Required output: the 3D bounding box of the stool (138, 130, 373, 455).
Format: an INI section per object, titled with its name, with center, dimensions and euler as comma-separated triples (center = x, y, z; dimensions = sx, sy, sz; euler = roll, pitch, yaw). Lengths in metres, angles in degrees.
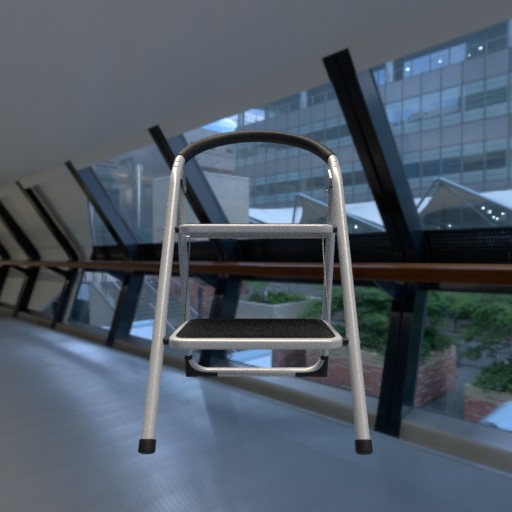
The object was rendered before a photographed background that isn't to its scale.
[stool]
center = 0.000, 0.000, 1.106
dimensions = 0.453, 0.760, 0.559
euler = 0, 1, 0
